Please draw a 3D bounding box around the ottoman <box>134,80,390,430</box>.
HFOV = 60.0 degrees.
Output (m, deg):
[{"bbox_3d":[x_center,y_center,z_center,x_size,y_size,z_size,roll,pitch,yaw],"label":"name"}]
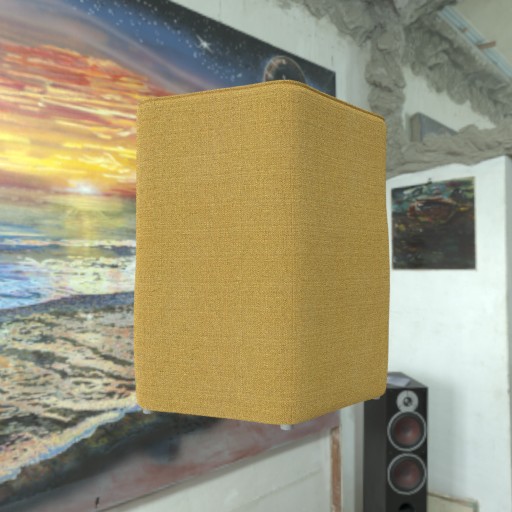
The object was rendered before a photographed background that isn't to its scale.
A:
[{"bbox_3d":[0.000,0.000,0.856,0.494,0.502,0.443,-1,-2,18],"label":"ottoman"}]
